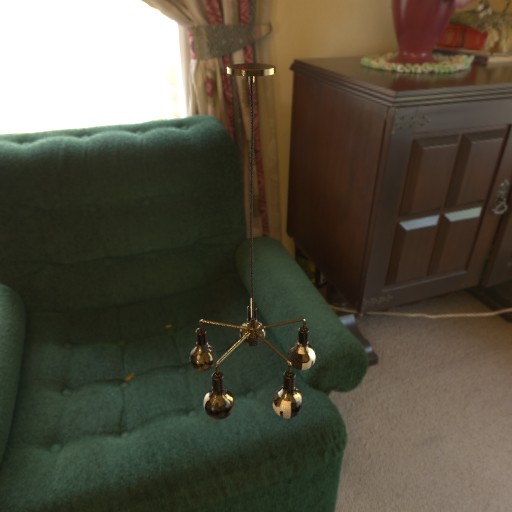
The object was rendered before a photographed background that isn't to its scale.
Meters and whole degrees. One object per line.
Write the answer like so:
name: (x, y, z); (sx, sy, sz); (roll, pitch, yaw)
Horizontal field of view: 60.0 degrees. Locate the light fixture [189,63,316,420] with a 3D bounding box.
light fixture: (0.000, 0.000, 1.251); (0.438, 0.988, 0.421); (-21, 36, -31)
